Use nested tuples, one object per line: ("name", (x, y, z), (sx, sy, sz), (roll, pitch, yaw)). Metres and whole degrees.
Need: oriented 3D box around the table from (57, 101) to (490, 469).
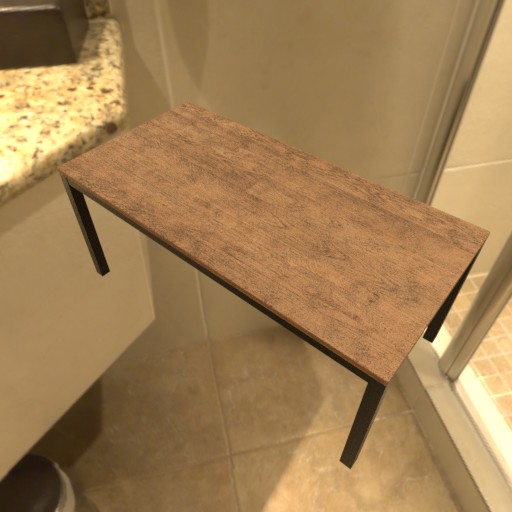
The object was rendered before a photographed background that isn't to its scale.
("table", (0.000, 0.000, 2.288), (1.805, 0.767, 0.893), (31, 53, 27))
